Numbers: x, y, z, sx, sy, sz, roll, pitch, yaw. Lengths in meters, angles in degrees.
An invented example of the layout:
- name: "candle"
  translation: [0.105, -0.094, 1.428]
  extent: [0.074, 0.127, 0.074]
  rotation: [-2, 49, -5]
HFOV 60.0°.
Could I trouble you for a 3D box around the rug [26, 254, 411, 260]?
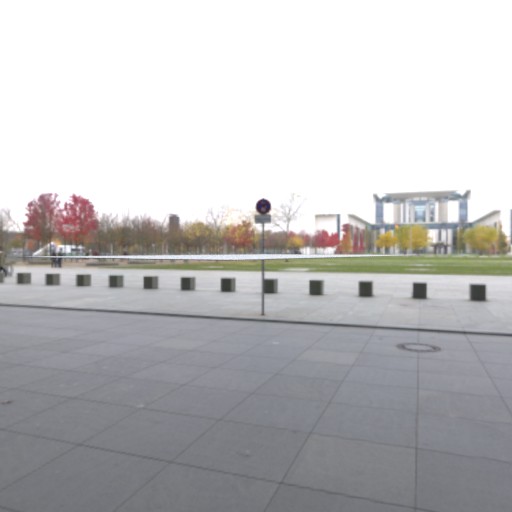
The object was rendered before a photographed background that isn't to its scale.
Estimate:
- name: "rug"
  translation: [0.000, 0.000, 3.023]
  extent: [1.524, 0.005, 2.439]
  rotation: [0, 1, 35]
